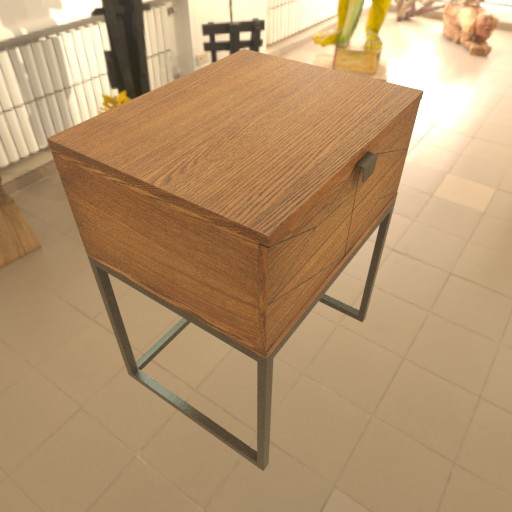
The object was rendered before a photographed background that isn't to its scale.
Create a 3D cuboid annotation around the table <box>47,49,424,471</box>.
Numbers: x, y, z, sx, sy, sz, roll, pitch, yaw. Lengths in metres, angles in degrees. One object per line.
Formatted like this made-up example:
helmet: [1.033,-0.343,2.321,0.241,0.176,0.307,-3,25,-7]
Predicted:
table: [0.000,0.000,0.904,0.400,0.610,0.482,25,48,25]
